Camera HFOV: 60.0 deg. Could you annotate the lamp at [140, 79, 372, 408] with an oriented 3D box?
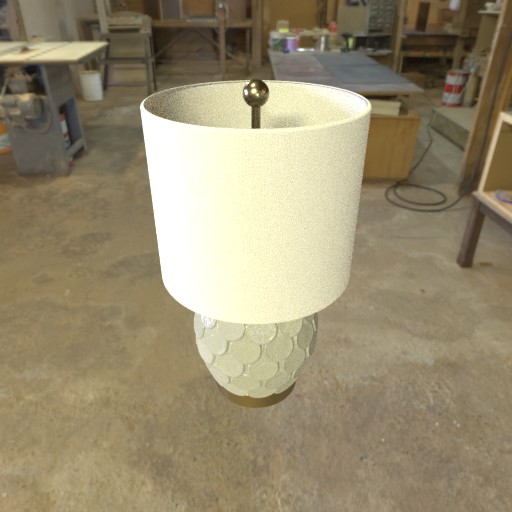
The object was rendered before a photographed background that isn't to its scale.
[{"bbox_3d":[0.000,0.000,0.603,0.254,0.452,0.254,0,31,0],"label":"lamp"}]
